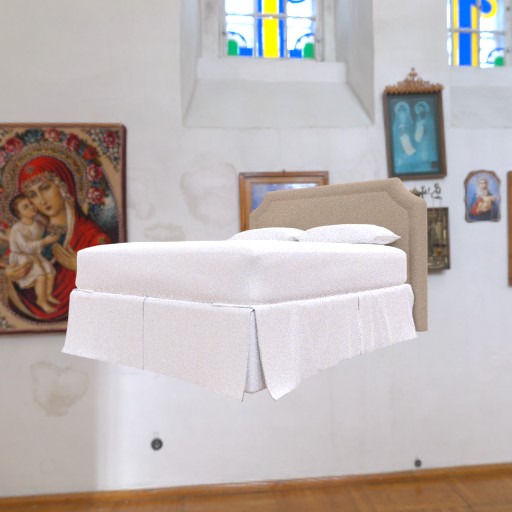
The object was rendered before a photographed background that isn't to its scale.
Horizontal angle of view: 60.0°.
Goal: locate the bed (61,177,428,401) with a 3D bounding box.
[{"bbox_3d":[0.000,0.000,3.315,1.828,1.301,2.204,0,0,39],"label":"bed"}]
